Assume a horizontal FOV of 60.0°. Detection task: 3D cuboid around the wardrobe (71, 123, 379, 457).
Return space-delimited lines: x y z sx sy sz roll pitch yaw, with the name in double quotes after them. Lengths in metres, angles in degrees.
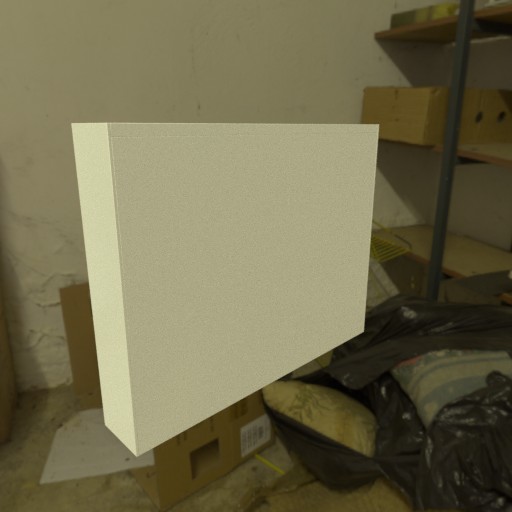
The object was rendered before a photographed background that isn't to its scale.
0.000 0.000 4.137 3.000 2.360 0.580 -15 22 -42 "wardrobe"
